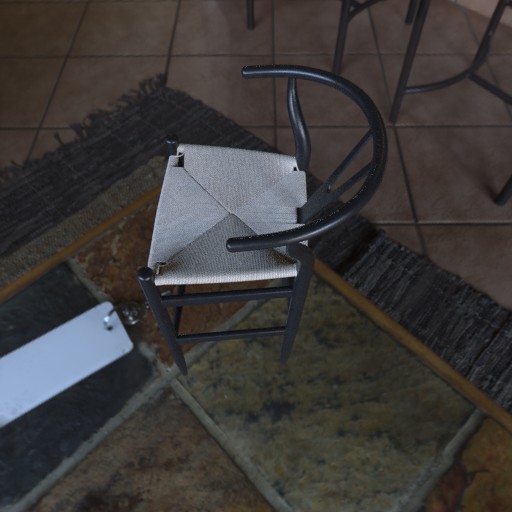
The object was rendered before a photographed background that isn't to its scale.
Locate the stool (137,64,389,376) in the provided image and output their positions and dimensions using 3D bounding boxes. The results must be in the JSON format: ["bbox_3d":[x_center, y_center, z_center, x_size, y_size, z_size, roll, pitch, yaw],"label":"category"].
[{"bbox_3d":[0.000,0.000,1.427,0.579,1.072,0.569,2,59,1],"label":"stool"}]
